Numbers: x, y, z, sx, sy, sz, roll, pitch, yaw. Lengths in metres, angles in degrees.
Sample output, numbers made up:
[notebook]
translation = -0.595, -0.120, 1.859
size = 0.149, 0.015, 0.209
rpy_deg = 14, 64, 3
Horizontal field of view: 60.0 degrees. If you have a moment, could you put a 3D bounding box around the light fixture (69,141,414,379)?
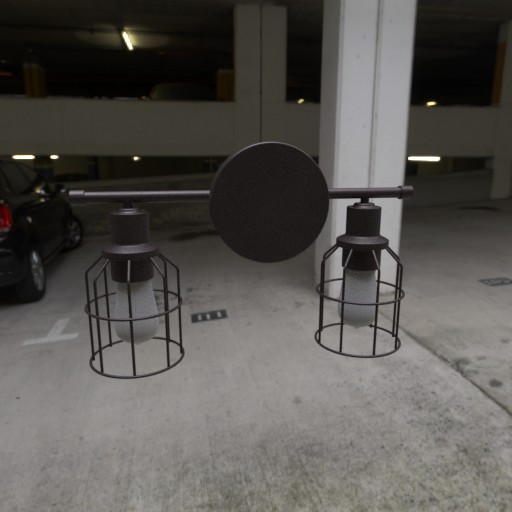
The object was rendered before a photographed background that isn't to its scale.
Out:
[light fixture]
translation = 0.000, 0.000, 0.516
size = 0.406, 0.254, 0.165
rpy_deg = -2, 13, -10
